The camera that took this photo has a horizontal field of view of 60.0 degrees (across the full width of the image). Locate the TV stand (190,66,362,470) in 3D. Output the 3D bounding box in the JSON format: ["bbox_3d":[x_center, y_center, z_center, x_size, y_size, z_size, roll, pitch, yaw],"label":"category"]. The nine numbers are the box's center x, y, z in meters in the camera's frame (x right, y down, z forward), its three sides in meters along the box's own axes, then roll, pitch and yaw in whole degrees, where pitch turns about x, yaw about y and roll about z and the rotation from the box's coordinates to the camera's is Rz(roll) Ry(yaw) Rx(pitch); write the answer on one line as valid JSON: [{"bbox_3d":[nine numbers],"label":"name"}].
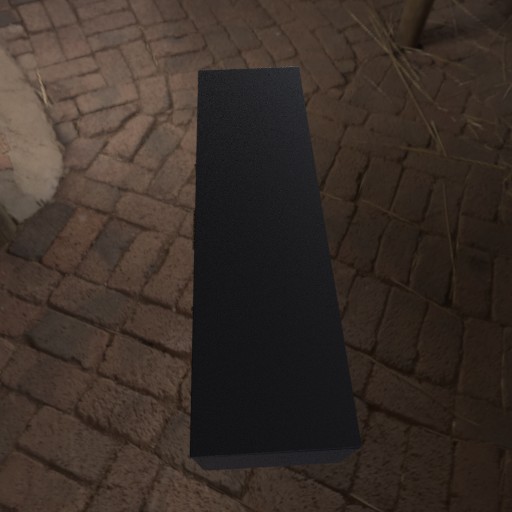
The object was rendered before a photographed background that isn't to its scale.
[{"bbox_3d":[0.000,0.000,1.518,0.390,0.518,1.312,-3,59,-2],"label":"TV stand"}]
